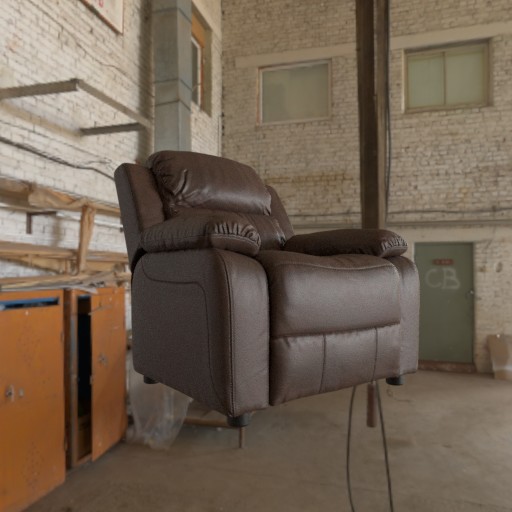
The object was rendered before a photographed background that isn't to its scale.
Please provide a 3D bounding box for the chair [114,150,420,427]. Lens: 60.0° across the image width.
[{"bbox_3d":[0.000,0.000,1.276,0.680,0.702,0.707,2,-3,-38],"label":"chair"}]
